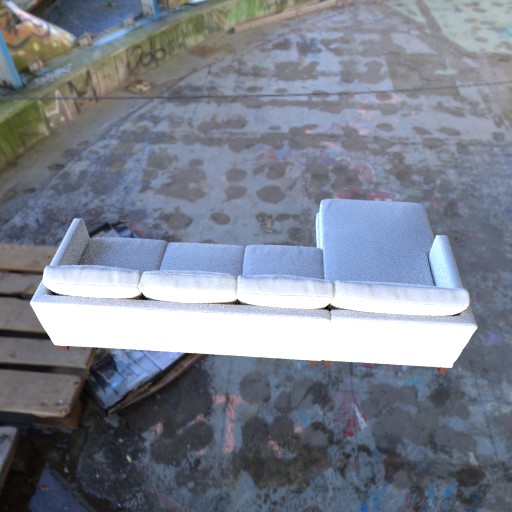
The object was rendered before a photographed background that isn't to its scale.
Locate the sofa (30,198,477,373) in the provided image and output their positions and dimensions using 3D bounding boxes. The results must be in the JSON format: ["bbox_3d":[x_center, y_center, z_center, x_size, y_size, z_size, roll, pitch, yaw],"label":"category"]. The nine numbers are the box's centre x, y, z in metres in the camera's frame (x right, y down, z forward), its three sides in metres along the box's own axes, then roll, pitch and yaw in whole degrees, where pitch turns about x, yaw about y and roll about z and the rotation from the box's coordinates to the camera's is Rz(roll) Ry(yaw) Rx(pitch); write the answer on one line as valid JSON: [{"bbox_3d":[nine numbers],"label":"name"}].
[{"bbox_3d":[0.000,0.000,3.844,3.186,0.861,1.625,3,47,3],"label":"sofa"}]
